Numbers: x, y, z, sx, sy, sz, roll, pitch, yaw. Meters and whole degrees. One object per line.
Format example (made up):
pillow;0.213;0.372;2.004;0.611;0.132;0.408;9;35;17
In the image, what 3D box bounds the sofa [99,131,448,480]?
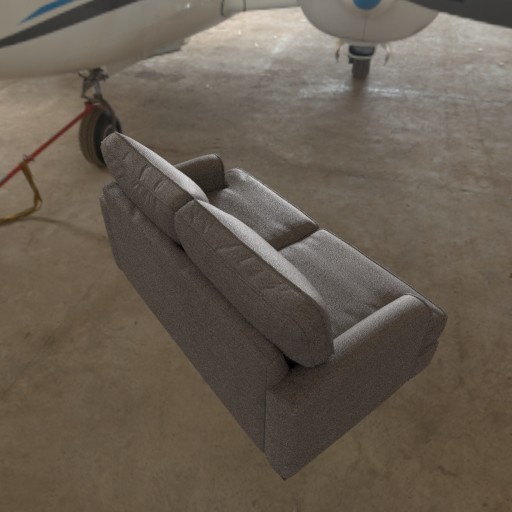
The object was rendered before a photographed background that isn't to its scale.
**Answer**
sofa;0.000;0.000;2.195;0.965;0.965;1.651;-26;47;-27
